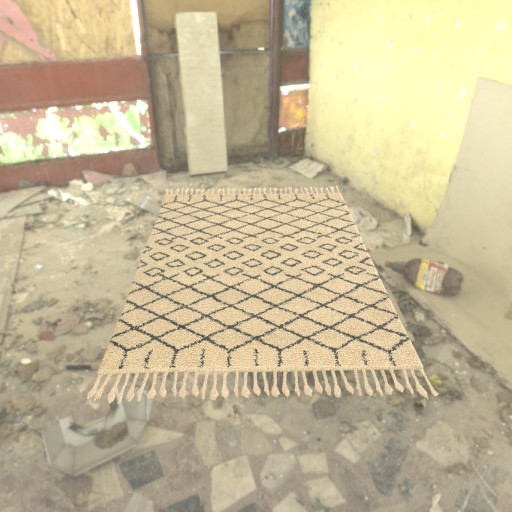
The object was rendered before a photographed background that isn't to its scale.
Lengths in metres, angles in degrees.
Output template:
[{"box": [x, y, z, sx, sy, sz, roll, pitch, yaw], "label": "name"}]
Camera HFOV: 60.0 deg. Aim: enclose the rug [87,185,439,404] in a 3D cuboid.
[{"box": [0.000, 0.000, 3.171, 1.664, 0.029, 2.615, -1, 31, -1], "label": "rug"}]
